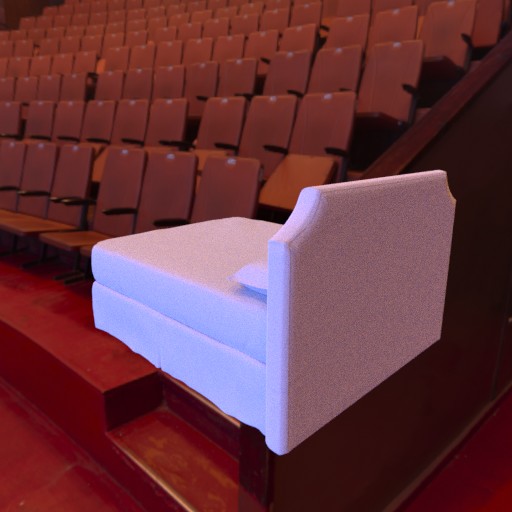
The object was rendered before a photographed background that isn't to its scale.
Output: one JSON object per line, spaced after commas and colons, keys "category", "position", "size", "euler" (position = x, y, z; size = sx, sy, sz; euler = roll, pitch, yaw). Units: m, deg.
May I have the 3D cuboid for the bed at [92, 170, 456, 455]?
{"category": "bed", "position": [0.000, 0.000, 3.300], "size": [2.164, 1.297, 1.828], "euler": [15, 21, 43]}
